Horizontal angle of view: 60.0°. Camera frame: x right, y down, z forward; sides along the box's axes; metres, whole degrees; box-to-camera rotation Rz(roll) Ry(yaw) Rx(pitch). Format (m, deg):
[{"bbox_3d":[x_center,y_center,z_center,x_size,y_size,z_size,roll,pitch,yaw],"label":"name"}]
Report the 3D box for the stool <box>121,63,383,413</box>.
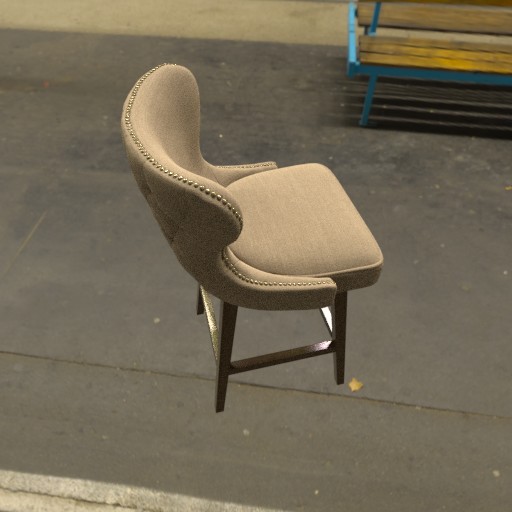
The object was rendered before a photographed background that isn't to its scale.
[{"bbox_3d":[0.000,0.000,1.324,0.597,0.972,0.615,-10,47,-10],"label":"stool"}]
